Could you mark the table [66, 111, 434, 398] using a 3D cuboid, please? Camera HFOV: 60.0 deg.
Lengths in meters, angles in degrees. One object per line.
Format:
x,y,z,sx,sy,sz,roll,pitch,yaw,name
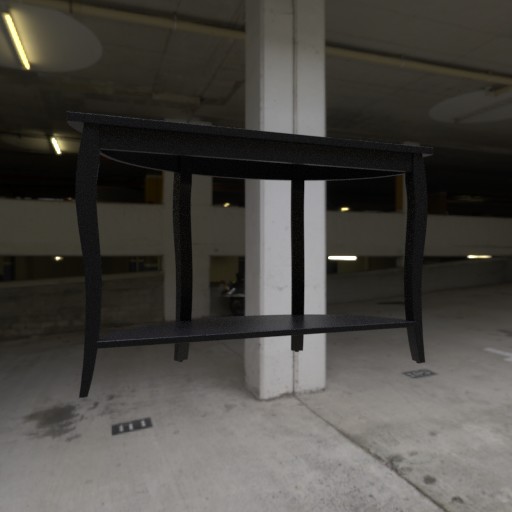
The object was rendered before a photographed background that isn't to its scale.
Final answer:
0.000,0.000,1.580,1.219,0.780,0.394,0,0,-20,table
